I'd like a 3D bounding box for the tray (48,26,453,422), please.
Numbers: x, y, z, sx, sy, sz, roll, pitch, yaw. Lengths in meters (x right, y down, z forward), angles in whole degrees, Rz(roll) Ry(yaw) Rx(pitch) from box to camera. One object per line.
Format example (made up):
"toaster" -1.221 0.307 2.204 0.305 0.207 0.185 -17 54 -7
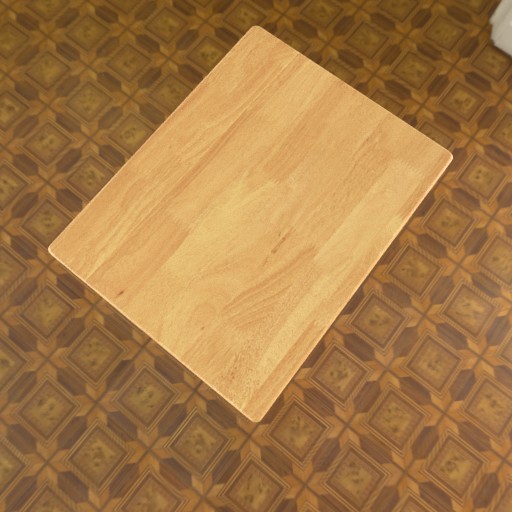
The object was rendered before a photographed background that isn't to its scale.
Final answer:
"tray" 0.000 0.000 0.962 0.381 0.660 0.483 37 79 9
